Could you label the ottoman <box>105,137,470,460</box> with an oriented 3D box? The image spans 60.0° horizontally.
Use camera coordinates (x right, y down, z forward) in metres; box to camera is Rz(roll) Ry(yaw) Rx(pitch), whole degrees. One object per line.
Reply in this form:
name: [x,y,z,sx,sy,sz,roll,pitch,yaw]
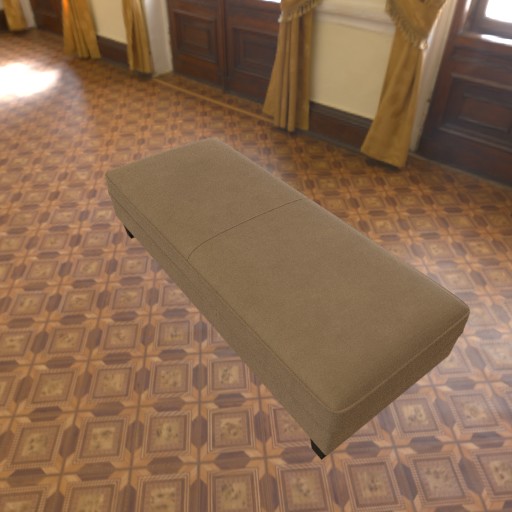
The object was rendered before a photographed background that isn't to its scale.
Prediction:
ottoman: [0.000,0.000,2.050,0.735,0.460,1.726,-26,47,-27]
